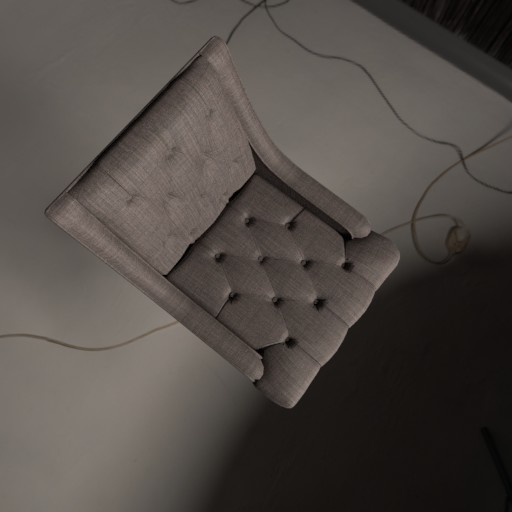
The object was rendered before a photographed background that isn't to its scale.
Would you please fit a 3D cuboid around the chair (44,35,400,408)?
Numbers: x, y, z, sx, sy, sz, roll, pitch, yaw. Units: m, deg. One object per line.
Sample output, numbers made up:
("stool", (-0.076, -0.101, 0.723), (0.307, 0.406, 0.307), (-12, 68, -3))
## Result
("chair", (0.000, 0.000, 1.445), (0.771, 0.891, 0.655), (37, 78, 9))
